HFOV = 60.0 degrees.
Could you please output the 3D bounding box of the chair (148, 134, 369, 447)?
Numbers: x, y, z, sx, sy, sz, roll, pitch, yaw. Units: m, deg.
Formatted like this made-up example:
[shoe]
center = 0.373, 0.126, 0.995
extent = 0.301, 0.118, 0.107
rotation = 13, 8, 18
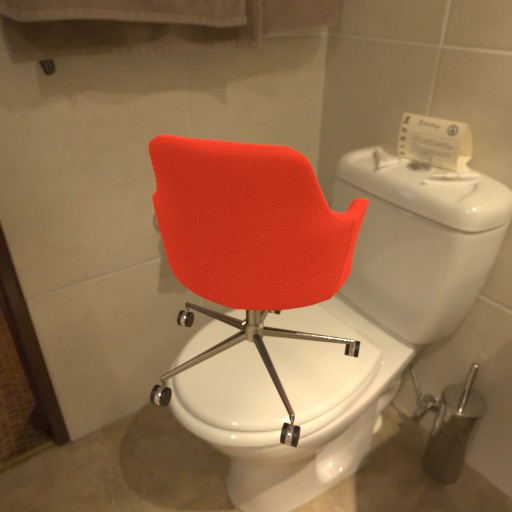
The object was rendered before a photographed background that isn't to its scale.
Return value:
[chair]
center = 0.000, 0.000, 1.290
extent = 0.655, 0.820, 0.600
rotation = 9, 32, 15
